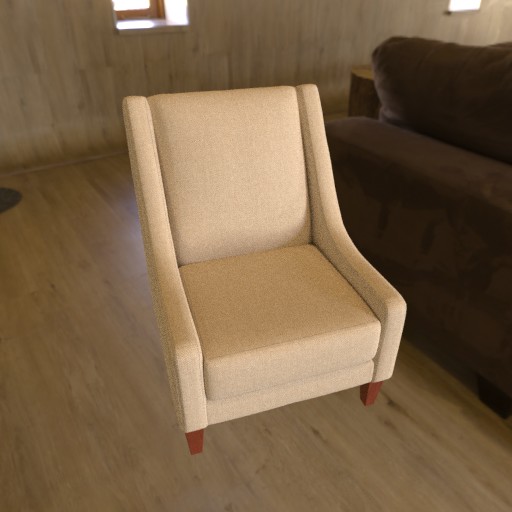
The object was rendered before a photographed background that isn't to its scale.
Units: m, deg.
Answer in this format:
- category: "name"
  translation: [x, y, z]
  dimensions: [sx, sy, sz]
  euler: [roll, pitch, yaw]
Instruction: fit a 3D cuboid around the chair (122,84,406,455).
- category: "chair"
  translation: [0.000, 0.000, 1.626]
  dimensions: [0.774, 1.014, 0.870]
  euler: [-10, 34, -15]
